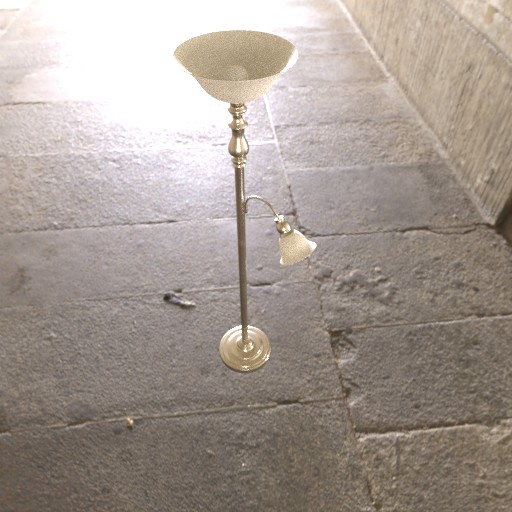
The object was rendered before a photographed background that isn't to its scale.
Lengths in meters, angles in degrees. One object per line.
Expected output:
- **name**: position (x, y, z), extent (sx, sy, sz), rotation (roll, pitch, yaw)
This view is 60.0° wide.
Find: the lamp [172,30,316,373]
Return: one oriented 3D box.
- **lamp**: position (0.000, 0.000, 2.038), extent (0.575, 1.785, 0.405), rotation (30, 53, 26)
